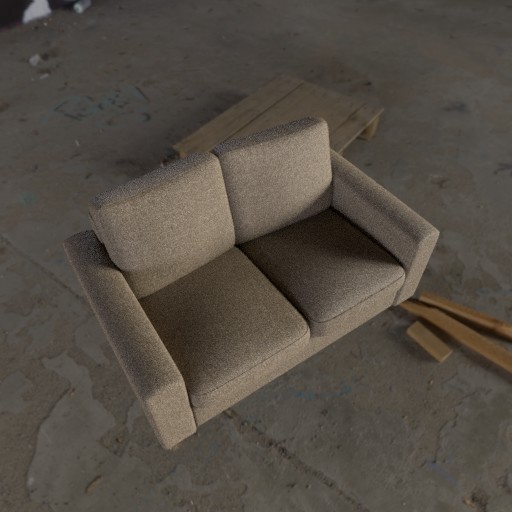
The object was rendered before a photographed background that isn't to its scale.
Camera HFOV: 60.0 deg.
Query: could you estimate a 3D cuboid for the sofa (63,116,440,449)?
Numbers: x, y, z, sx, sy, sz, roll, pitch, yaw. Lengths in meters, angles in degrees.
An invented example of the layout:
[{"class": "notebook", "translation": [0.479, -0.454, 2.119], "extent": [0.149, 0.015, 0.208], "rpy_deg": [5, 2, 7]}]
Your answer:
[{"class": "sofa", "translation": [0.000, 0.000, 2.268], "extent": [1.616, 0.873, 1.016], "rpy_deg": [-26, 53, -22]}]
